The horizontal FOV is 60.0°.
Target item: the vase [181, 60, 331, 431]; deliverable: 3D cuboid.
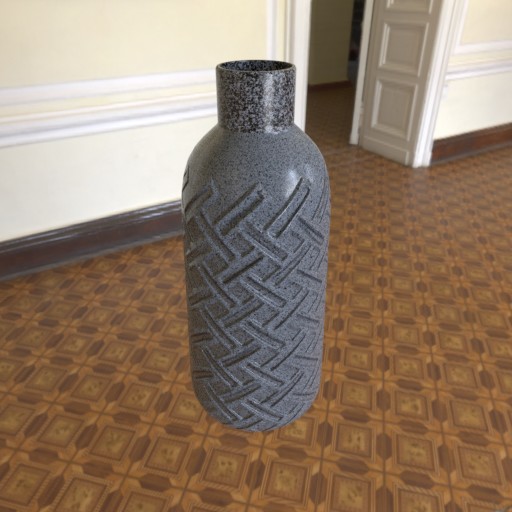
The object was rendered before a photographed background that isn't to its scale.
[{"bbox_3d":[0.000,0.000,0.354,0.122,0.282,0.122,0,31,0],"label":"vase"}]
